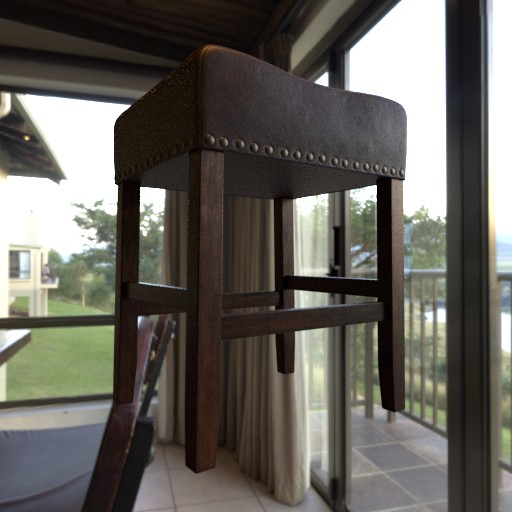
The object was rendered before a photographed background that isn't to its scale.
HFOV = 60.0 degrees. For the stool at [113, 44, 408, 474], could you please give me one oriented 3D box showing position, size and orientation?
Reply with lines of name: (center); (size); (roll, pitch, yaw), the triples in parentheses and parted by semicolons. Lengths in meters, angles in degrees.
stool: (0.000, 0.000, 0.898); (0.465, 0.608, 0.397); (0, 0, -35)
